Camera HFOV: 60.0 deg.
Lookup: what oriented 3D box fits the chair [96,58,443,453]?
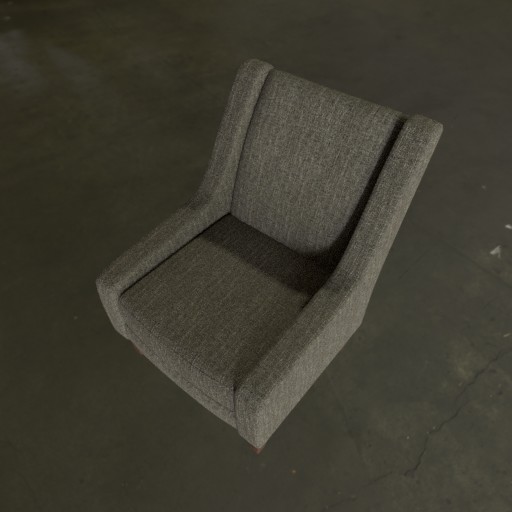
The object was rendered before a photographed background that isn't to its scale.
[{"bbox_3d":[0.000,0.000,1.671,0.793,1.012,0.944,31,54,26],"label":"chair"}]
